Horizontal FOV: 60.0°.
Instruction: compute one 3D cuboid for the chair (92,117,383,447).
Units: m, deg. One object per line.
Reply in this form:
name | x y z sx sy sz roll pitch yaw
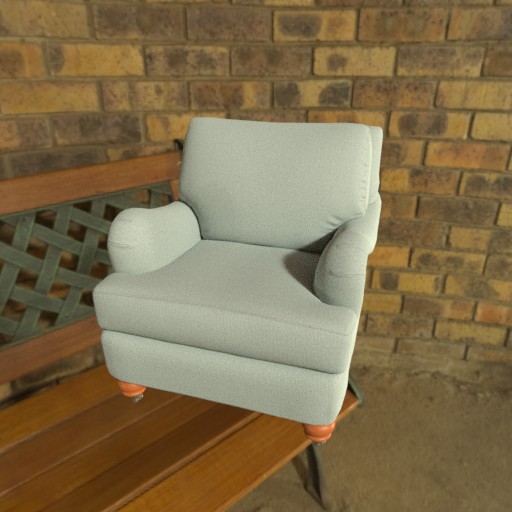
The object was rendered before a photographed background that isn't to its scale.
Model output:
chair | 0.000 0.000 1.863 0.955 1.038 1.070 7 25 16
